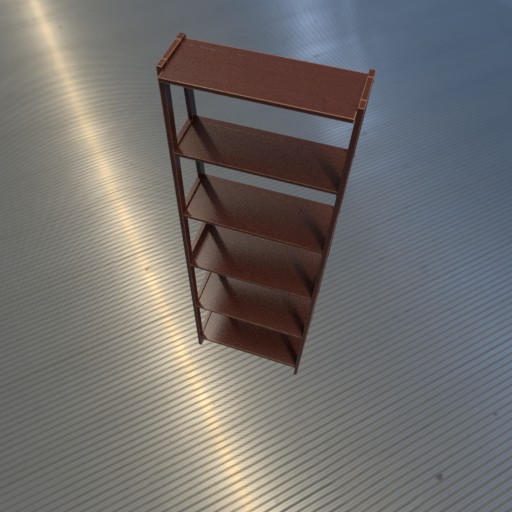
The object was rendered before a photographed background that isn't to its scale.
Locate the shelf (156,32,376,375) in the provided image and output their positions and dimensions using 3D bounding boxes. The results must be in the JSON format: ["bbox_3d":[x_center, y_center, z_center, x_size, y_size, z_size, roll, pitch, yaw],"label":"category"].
[{"bbox_3d":[0.000,0.000,2.122,0.660,1.892,0.381,15,59,10],"label":"shelf"}]
